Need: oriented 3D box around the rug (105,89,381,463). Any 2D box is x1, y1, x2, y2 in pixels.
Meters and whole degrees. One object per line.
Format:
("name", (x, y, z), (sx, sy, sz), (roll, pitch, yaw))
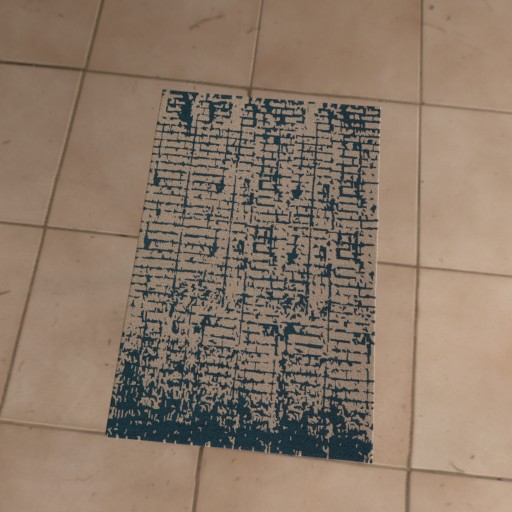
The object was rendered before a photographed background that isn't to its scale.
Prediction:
("rug", (0.000, 0.000, 2.240), (1.220, 0.007, 1.828), (5, 75, 1))
